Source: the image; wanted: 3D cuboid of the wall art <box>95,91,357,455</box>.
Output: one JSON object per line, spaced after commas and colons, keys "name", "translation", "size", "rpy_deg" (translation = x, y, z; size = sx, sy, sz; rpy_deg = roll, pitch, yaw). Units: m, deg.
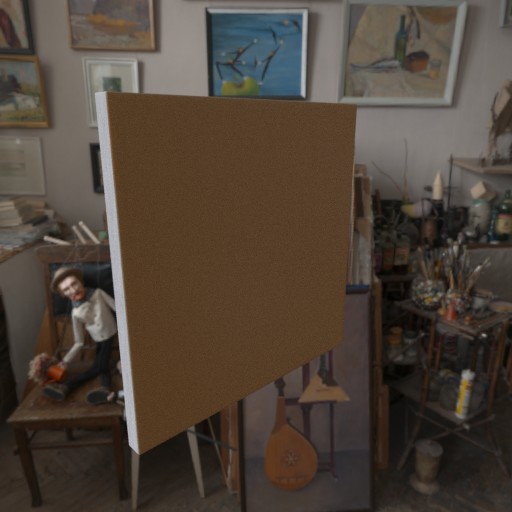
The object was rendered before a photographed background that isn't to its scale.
{"name": "wall art", "translation": [0.000, 0.000, 1.934], "size": [1.287, 1.288, 0.078], "rpy_deg": [-15, 22, -41]}
